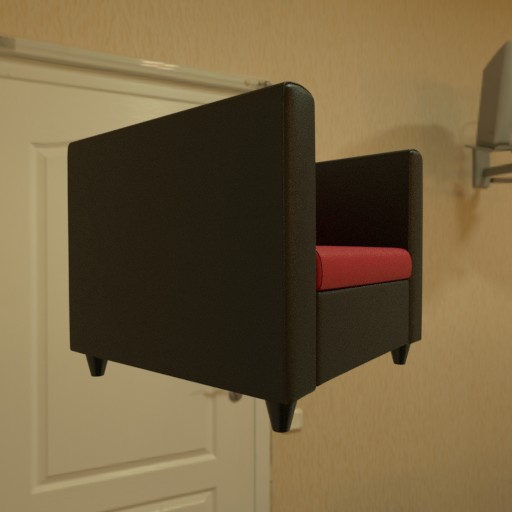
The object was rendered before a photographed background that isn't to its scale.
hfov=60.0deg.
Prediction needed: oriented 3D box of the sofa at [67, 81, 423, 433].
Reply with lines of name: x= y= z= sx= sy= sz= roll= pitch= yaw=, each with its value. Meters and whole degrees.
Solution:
sofa: x=0.000 y=0.000 z=1.418 sx=0.809 sy=0.724 sz=0.839 roll=0 pitch=1 yaw=38
